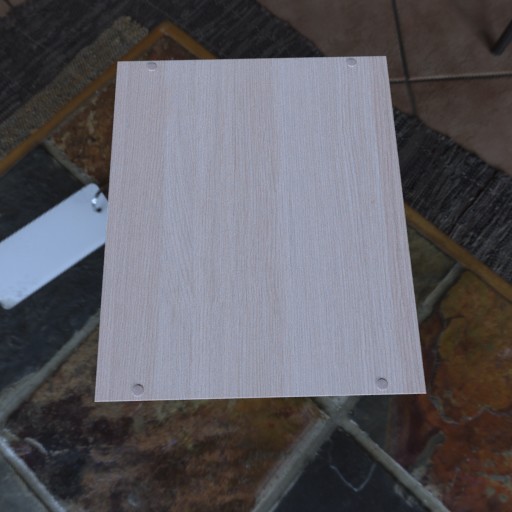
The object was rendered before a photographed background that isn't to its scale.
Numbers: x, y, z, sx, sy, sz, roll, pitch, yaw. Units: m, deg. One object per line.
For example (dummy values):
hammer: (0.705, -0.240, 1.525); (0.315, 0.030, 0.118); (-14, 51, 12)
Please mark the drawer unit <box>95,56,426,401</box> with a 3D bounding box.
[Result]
drawer unit: (0.000, 0.000, 0.598); (0.290, 0.344, 0.349); (-1, 75, 0)
